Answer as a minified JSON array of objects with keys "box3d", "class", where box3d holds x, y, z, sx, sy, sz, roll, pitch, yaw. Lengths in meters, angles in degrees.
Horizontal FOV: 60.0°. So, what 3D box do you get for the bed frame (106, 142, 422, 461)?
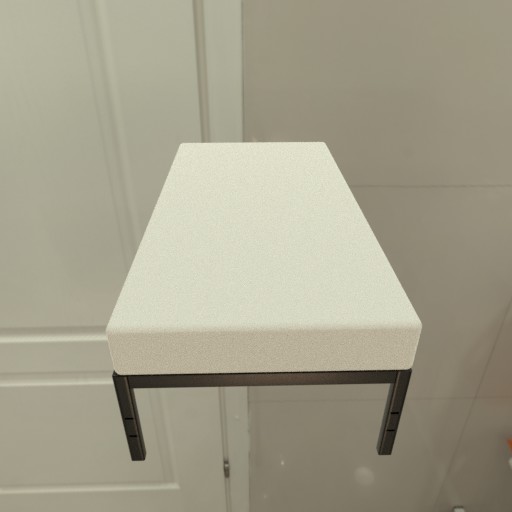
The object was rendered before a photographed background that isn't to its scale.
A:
[{"box3d":[0.000,0.000,2.377,1.023,0.659,1.950,-1,31,-1],"class":"bed frame"}]
